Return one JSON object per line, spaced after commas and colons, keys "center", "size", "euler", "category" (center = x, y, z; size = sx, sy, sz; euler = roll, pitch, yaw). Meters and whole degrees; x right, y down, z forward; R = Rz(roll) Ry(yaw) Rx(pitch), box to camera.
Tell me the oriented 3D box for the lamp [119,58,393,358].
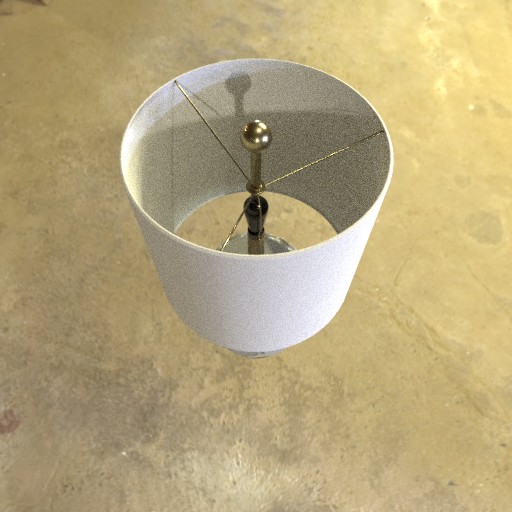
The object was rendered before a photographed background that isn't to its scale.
{"center": [0.000, 0.000, 0.588], "size": [0.254, 0.452, 0.254], "euler": [0, 59, 0], "category": "lamp"}
